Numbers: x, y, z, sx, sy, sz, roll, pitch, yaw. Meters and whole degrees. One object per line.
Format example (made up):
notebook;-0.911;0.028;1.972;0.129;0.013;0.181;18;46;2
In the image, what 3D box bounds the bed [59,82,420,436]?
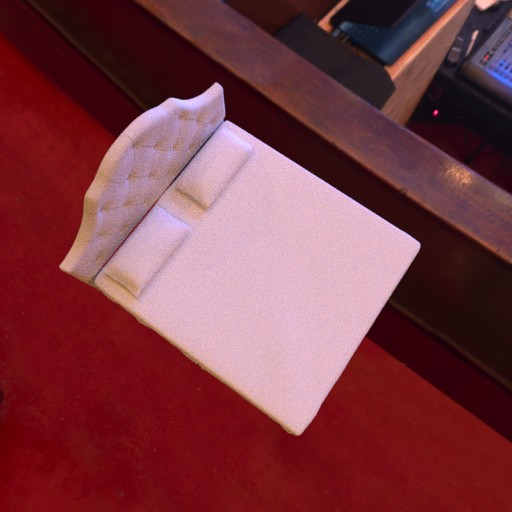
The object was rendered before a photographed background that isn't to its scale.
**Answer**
bed;0.000;0.000;3.583;2.214;1.615;2.008;34;78;9
